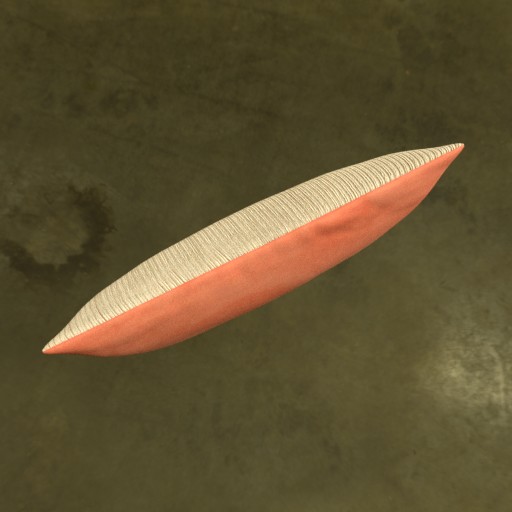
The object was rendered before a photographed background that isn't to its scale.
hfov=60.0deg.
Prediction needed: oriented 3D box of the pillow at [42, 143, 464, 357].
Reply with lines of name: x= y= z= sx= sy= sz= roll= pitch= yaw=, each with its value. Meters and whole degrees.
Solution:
pillow: x=0.000 y=0.000 z=0.717 sx=0.608 sy=0.307 sz=0.155 roll=-26 pitch=77 yaw=-7
